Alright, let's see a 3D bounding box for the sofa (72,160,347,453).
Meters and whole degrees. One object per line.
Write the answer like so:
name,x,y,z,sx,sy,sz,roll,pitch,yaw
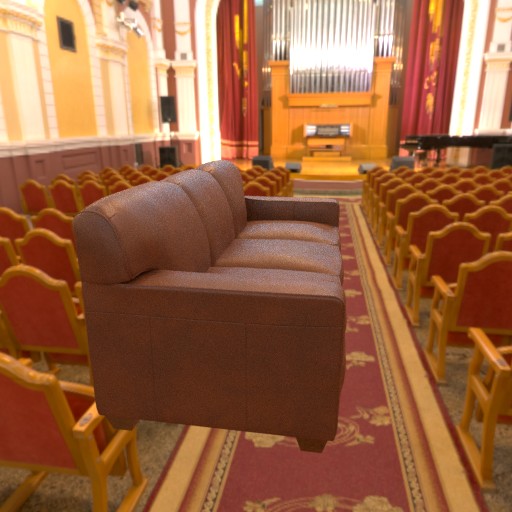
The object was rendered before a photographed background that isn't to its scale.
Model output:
sofa,0.000,0.000,2.522,1.008,0.953,2.039,3,17,9
